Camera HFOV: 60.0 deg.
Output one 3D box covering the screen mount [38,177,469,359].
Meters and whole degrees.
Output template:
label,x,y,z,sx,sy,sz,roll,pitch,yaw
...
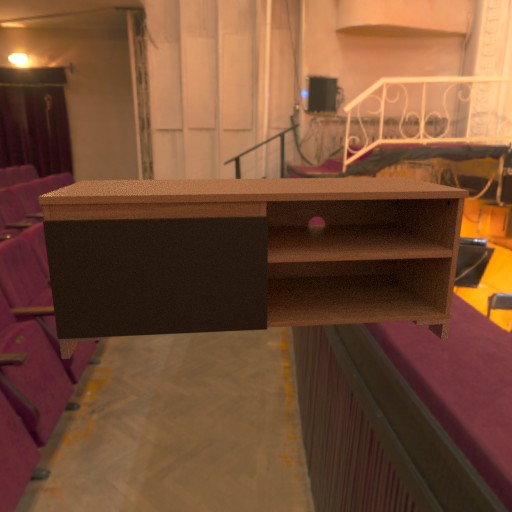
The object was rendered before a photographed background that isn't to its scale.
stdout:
label,x,y,z,sx,sy,sz,roll,pitch,yaw
screen mount,0.000,0.000,1.357,1.084,0.432,0.406,-2,15,-6
